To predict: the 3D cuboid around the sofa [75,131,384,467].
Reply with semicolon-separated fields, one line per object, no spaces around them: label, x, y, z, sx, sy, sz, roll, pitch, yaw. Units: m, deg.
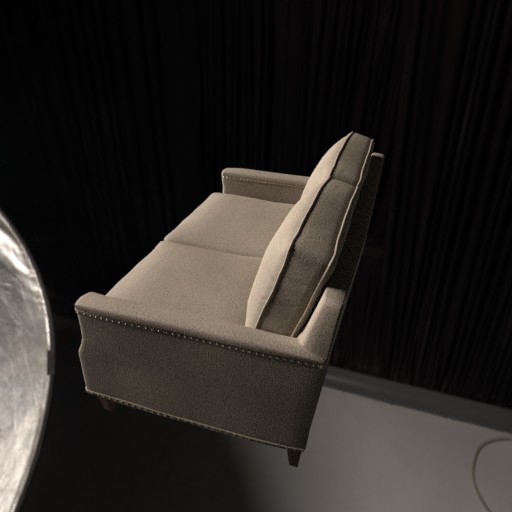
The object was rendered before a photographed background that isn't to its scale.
sofa;0.000;0.000;2.269;1.084;1.003;1.597;10;33;16
